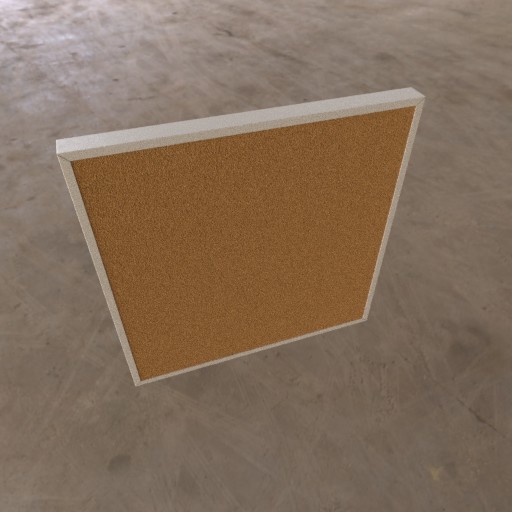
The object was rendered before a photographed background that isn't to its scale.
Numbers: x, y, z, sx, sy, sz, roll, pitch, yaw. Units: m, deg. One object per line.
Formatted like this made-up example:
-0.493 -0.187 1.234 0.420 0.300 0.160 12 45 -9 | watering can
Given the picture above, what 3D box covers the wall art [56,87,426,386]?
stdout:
0.000 0.000 0.766 0.508 0.508 0.037 -13 44 -14 | wall art
